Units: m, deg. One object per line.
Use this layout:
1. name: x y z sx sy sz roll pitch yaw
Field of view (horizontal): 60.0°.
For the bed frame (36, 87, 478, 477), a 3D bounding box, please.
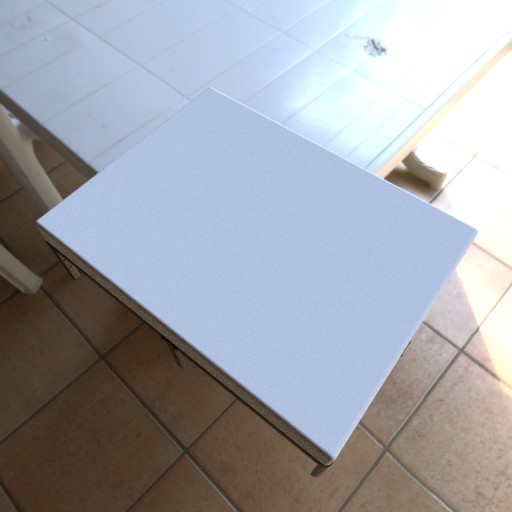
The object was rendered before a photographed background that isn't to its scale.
1. bed frame: 0.000 0.000 2.801 2.072 0.659 1.557 34 64 19
